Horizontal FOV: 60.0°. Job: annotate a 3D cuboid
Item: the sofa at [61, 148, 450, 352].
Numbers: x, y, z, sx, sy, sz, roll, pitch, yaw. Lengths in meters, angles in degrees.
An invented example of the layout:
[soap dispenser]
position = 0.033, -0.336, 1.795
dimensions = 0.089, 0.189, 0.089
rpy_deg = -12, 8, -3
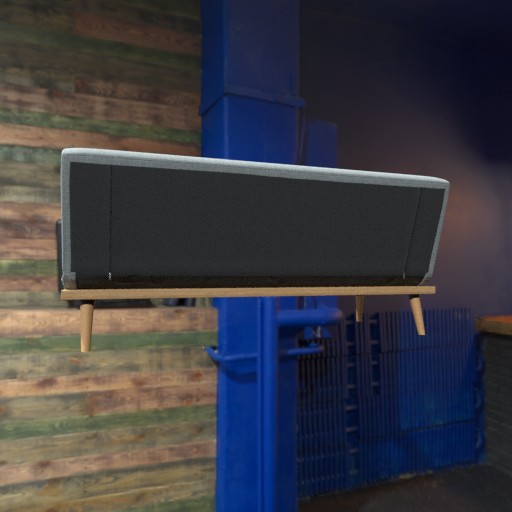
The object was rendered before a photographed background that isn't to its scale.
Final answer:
[sofa]
position = 0.000, 0.000, 2.280
dimensions = 1.820, 0.800, 0.800
rpy_deg = 1, -2, -18
